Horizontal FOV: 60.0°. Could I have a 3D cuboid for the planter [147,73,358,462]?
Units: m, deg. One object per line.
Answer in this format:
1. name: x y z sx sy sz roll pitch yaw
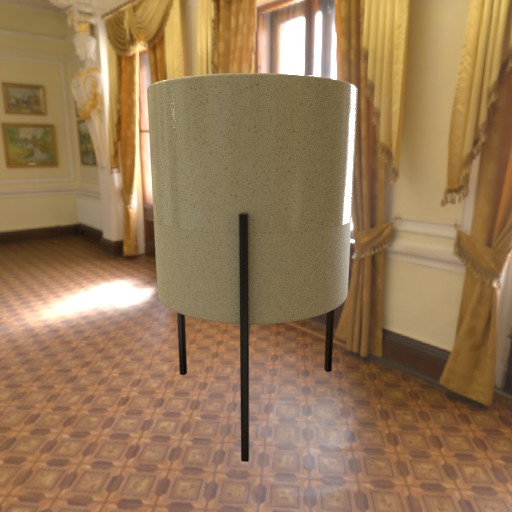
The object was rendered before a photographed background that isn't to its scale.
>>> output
1. planter: 0.000 0.000 0.552 0.243 0.390 0.234 -7 15 -26
